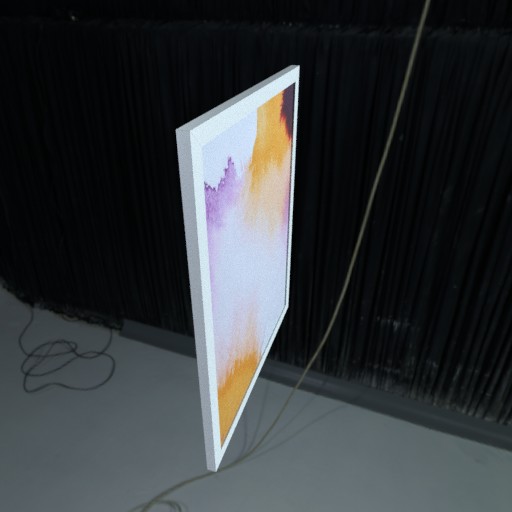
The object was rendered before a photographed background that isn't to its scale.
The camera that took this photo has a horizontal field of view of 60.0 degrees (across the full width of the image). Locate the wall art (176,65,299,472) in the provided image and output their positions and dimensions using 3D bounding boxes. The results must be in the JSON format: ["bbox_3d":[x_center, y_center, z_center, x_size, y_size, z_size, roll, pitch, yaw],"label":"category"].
[{"bbox_3d":[0.000,0.000,0.634,0.013,0.456,0.382,10,32,16],"label":"wall art"}]
